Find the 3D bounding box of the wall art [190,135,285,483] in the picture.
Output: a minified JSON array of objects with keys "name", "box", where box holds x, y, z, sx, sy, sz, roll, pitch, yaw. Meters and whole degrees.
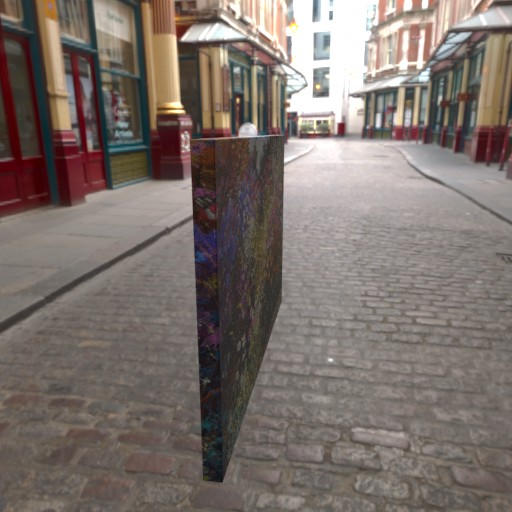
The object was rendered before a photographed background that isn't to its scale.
[{"name":"wall art","box":[0.000,0.000,1.158,0.037,0.604,0.908,3,16,10]}]
